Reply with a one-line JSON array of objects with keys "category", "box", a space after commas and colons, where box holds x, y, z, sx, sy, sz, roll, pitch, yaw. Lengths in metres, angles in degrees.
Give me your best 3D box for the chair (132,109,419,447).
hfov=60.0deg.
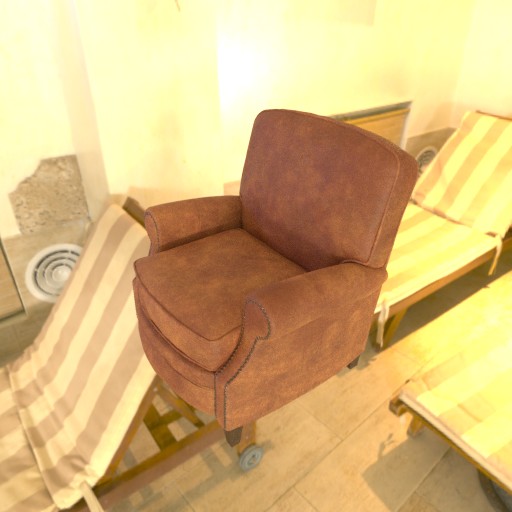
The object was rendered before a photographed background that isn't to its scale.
[{"category": "chair", "box": [0.000, 0.000, 1.802, 0.986, 1.018, 0.936, -21, 37, -30]}]
